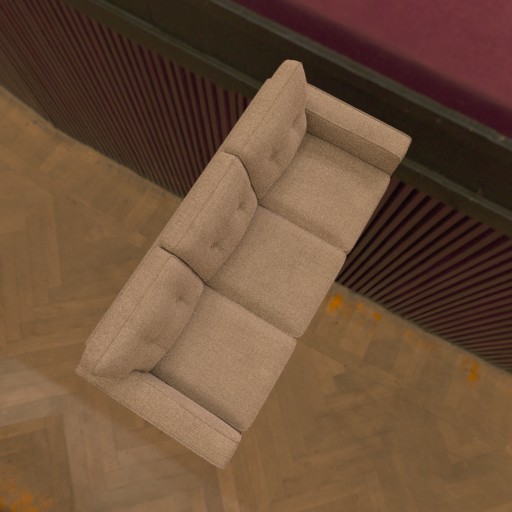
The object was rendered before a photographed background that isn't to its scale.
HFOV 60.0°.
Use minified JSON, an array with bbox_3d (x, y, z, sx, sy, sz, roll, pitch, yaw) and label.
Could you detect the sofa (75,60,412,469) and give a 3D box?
[{"bbox_3d":[0.000,0.000,2.617,0.939,0.965,2.133,30,78,7],"label":"sofa"}]
